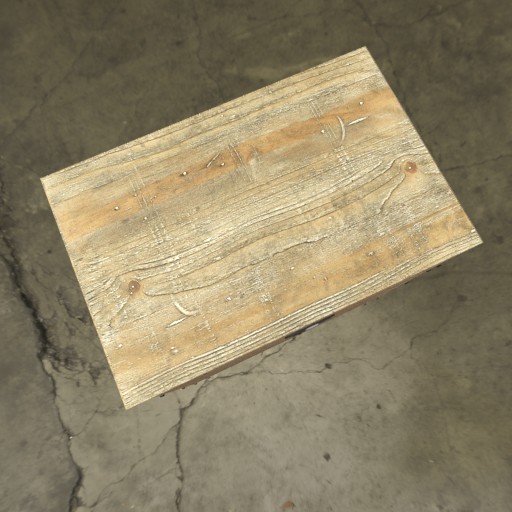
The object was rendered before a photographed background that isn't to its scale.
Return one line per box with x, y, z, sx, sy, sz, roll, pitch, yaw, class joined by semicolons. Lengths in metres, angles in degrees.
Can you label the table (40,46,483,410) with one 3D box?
0.000;0.000;1.144;0.686;0.711;0.457;-24;78;-6;table
